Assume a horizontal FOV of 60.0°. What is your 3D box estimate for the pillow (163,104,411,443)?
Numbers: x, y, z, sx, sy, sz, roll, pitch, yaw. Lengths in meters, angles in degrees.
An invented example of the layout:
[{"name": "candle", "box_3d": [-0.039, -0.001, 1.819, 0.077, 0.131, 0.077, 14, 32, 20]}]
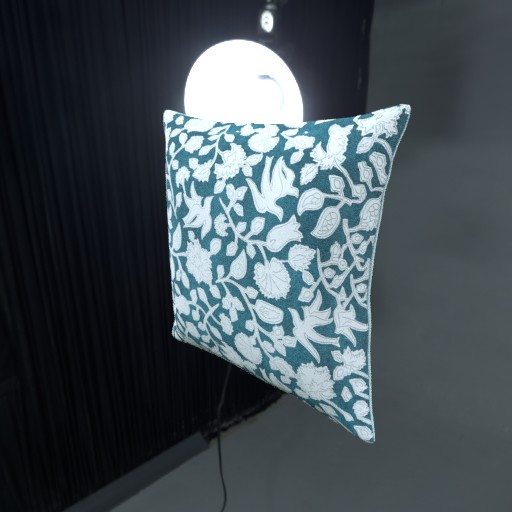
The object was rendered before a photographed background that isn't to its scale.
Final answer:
[{"name": "pillow", "box_3d": [0.000, 0.000, 0.799, 0.525, 0.508, 0.166, 16, 23, 41]}]
